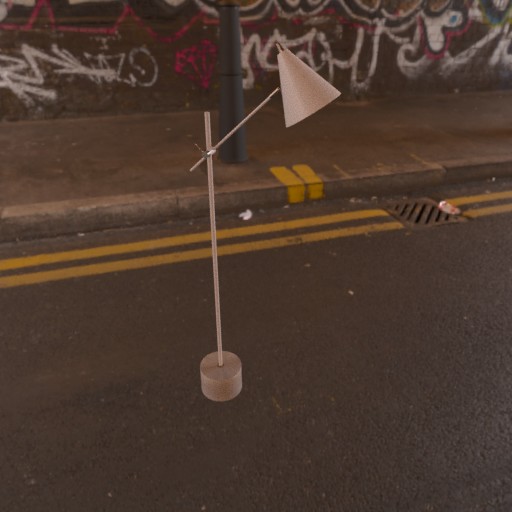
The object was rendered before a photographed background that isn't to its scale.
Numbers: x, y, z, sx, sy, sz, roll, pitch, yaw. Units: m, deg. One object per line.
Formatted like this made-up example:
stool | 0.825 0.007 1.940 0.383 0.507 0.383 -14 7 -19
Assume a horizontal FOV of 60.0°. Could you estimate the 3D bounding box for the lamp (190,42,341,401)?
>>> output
lamp | 0.000 0.000 1.640 0.508 1.430 0.223 11 32 19
